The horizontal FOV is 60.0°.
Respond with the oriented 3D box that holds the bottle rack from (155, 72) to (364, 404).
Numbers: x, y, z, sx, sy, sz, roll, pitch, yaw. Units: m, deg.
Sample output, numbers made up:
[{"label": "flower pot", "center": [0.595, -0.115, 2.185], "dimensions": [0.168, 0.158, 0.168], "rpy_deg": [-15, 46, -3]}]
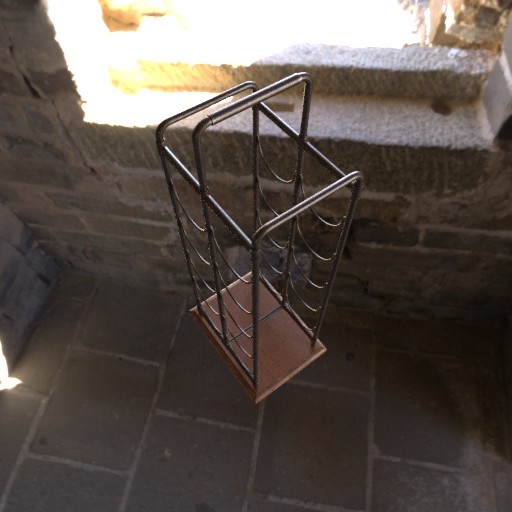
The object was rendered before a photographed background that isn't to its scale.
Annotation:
[{"label": "bottle rack", "center": [0.000, 0.000, 0.792], "dimensions": [0.208, 0.680, 0.276], "rpy_deg": [-32, 62, -19]}]
